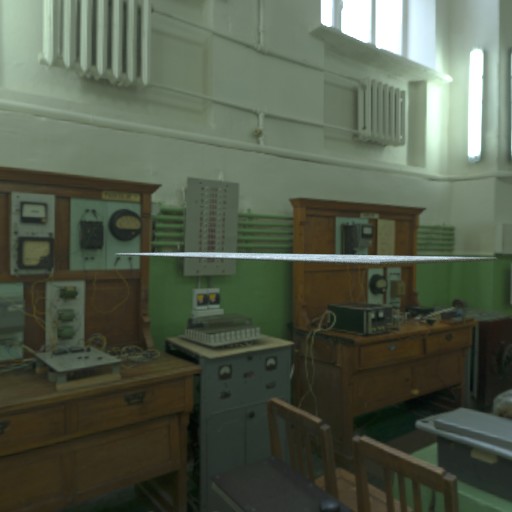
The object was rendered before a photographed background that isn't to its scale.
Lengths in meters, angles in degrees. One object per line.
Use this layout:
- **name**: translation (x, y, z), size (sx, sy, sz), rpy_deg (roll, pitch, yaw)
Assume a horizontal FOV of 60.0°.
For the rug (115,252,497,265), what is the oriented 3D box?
- **rug**: translation (0.000, 0.000, 2.691), size (0.855, 0.017, 2.452), rpy_deg (-1, 1, -38)
